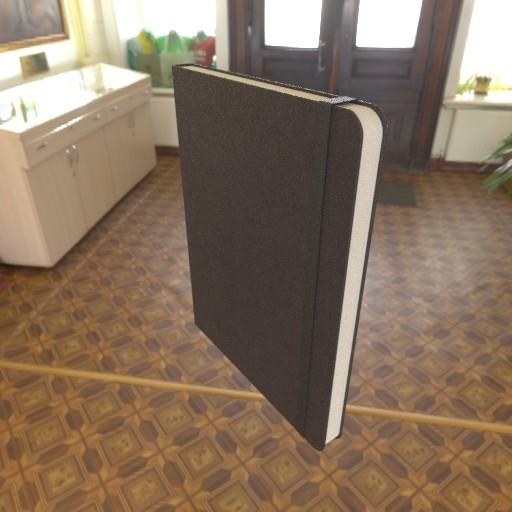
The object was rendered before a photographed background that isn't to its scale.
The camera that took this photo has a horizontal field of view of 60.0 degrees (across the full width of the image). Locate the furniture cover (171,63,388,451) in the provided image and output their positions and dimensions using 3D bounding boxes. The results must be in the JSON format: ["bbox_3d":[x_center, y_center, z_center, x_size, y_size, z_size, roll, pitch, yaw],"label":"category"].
[{"bbox_3d":[0.000,0.000,0.377,0.023,0.281,0.216,-20,36,-31],"label":"furniture cover"}]
